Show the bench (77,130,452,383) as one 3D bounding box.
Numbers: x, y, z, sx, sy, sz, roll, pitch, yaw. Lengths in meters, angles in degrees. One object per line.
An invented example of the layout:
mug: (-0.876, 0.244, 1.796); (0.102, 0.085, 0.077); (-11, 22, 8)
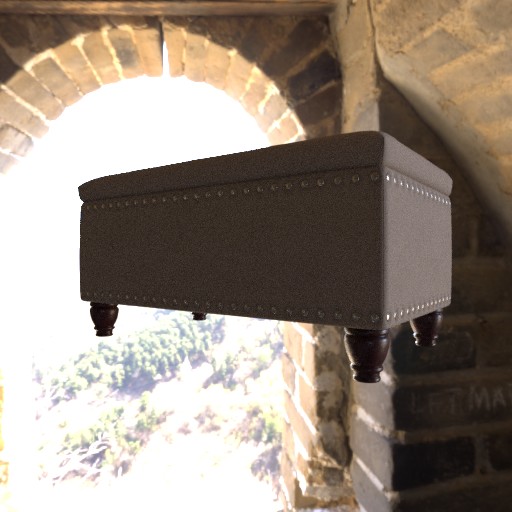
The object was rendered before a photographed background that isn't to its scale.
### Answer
bench: (0.000, 0.000, 1.186); (0.887, 0.449, 0.500); (0, 0, 36)
